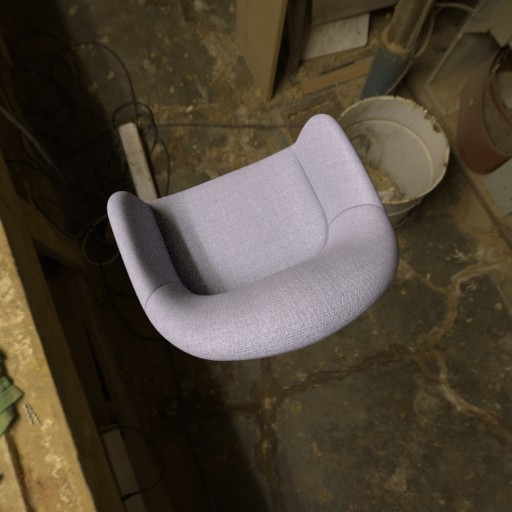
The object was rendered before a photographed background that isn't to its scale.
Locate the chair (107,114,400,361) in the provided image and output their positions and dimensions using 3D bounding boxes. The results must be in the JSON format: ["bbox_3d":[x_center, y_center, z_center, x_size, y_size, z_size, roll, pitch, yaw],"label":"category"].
[{"bbox_3d":[0.000,0.000,1.202,0.590,0.795,0.550,-23,77,-6],"label":"chair"}]
